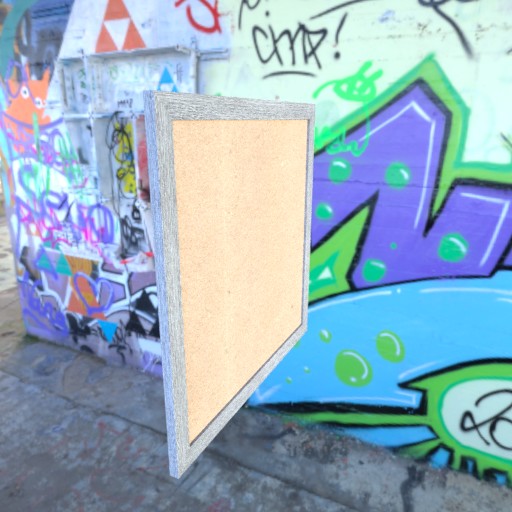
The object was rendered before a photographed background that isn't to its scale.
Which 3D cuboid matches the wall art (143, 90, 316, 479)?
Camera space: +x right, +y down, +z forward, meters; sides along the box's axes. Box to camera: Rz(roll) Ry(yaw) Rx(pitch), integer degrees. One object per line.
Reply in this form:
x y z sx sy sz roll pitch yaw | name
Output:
0.000 0.000 1.027 0.020 0.685 0.685 8 19 26 | wall art
